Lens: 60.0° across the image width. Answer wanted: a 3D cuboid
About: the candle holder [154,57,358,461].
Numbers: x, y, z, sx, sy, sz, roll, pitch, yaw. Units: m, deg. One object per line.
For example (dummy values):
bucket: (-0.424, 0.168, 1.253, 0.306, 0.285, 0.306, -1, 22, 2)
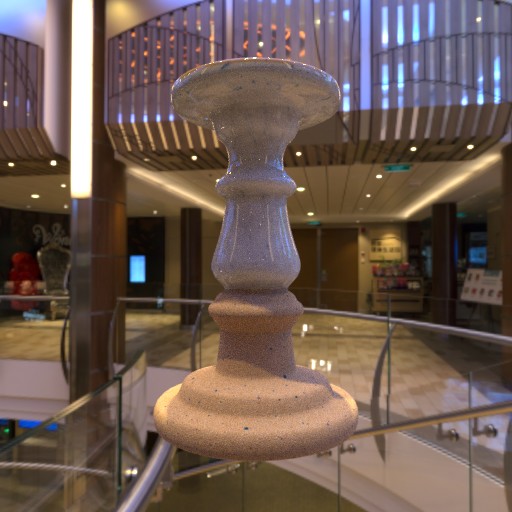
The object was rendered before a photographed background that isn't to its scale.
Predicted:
candle holder: (0.000, 0.000, 0.275, 0.123, 0.202, 0.123, 0, -1, 0)
